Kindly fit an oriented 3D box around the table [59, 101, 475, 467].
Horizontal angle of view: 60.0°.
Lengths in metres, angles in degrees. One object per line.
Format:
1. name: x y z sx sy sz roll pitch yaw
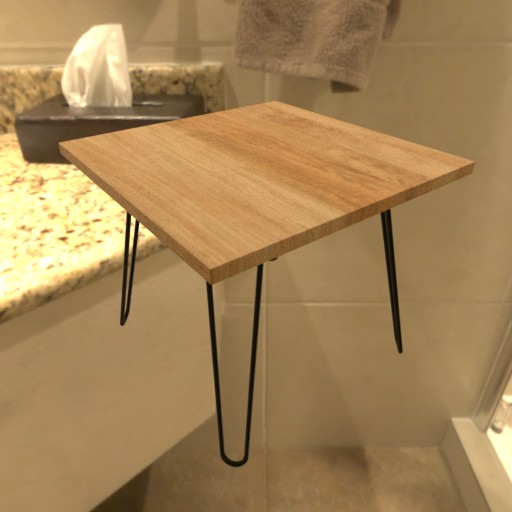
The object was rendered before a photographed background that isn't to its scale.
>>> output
1. table: 0.000 0.000 1.027 0.599 0.500 0.599 -22 39 -31
